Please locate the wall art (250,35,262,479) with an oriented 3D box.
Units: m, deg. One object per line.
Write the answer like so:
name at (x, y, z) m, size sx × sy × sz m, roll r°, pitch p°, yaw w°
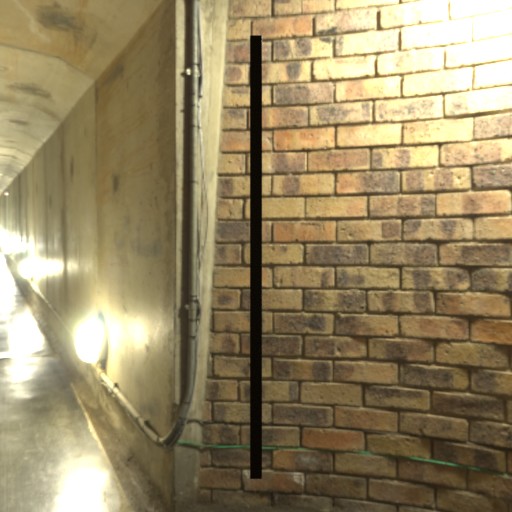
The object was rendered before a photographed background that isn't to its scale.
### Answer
wall art at (0.000, 0.000, 0.686) m, size 0.012 × 0.458 × 0.457 m, roll 0°, pitch 1°, yaw 0°
